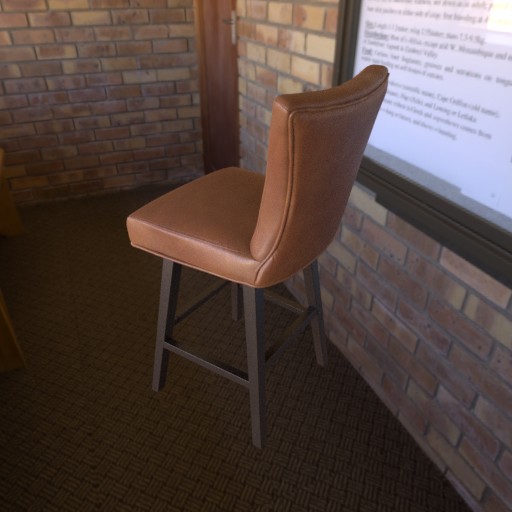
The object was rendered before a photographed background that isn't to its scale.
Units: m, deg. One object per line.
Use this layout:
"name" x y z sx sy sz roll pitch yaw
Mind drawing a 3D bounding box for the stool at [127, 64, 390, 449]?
"stool" 0.000 0.000 1.386 0.585 1.094 0.522 20 37 29
